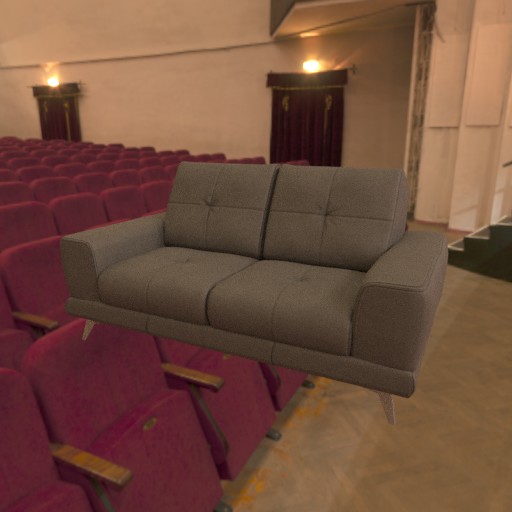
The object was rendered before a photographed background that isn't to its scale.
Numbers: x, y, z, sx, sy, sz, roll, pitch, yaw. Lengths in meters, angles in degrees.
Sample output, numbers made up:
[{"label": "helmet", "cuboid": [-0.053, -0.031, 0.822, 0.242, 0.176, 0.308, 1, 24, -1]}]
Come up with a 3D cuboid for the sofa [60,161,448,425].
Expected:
[{"label": "sofa", "cuboid": [0.000, 0.000, 2.307, 1.806, 0.907, 1.018, 7, 17, 25]}]
